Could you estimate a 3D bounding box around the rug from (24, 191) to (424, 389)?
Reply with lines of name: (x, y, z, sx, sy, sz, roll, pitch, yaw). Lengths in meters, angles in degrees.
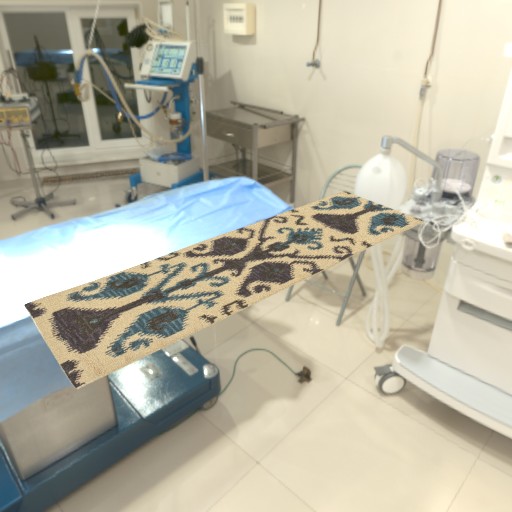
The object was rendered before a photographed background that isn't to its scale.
rug: (0.000, 0.000, 2.503, 2.301, 0.017, 0.692, -22, 36, -34)
